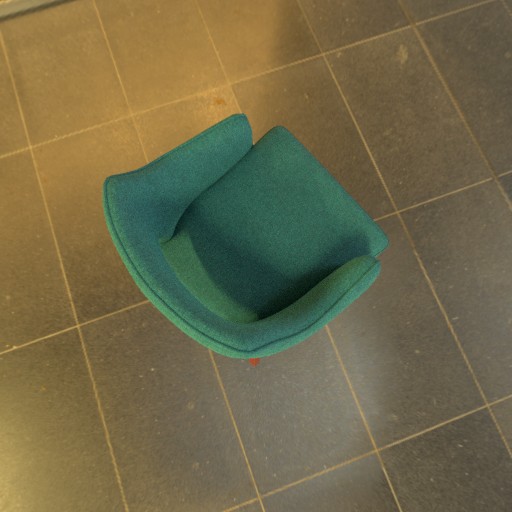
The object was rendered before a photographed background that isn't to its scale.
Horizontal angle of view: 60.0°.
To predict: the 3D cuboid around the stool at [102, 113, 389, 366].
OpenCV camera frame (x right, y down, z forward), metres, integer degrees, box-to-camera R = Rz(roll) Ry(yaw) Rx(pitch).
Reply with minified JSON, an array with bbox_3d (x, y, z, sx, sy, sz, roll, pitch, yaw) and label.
[{"bbox_3d":[0.000,0.000,1.294,0.556,0.961,0.548,-39,79,-9],"label":"stool"}]
